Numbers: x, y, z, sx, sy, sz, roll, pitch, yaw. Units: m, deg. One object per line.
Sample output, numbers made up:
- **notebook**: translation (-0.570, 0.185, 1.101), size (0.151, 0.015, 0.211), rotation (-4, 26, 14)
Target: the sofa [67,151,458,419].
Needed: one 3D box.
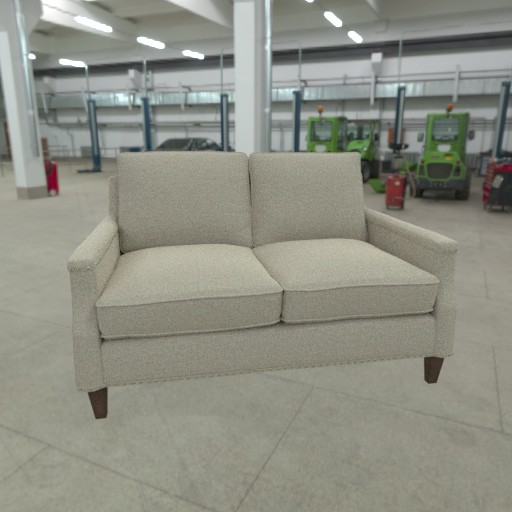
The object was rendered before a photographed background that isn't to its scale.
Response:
- **sofa**: translation (0.000, 0.000, 2.216), size (1.597, 1.003, 1.084), rotation (-3, 16, -10)
